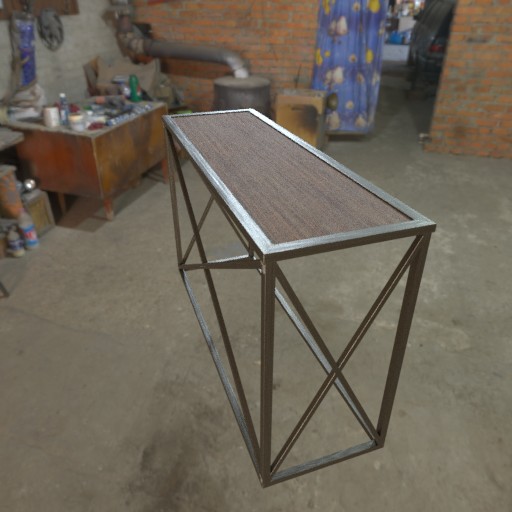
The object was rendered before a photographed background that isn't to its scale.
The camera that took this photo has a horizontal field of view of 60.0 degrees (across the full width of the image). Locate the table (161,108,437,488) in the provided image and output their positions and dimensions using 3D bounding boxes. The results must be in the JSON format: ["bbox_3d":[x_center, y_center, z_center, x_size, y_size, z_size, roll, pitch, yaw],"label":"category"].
[{"bbox_3d":[0.000,0.000,1.587,0.402,0.753,1.216,-10,32,-17],"label":"table"}]
